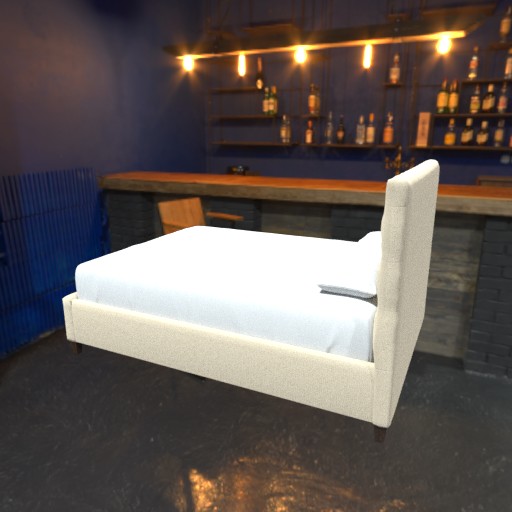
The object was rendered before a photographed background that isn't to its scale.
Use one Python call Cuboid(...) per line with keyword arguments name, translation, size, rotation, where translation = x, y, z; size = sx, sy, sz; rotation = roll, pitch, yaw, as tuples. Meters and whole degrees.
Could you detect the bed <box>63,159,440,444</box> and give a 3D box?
Cuboid(name="bed", translation=(0.000, 0.000, 3.413), size=(2.387, 1.427, 1.698), rotation=(7, 17, 25))
